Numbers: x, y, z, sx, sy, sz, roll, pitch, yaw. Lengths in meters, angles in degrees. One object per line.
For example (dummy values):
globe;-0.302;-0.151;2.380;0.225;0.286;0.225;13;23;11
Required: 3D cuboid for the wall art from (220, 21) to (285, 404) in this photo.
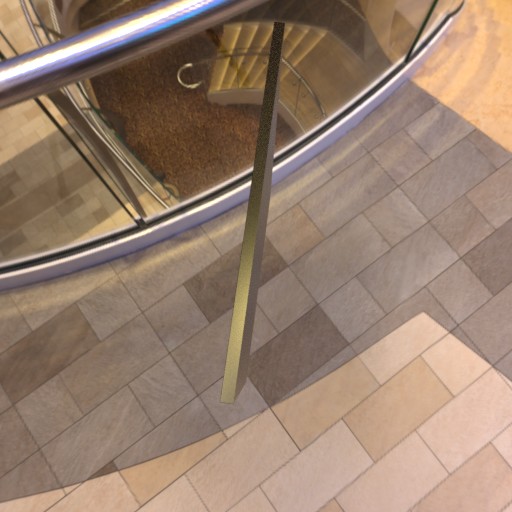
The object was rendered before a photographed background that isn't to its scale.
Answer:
wall art;0.000;0.000;0.766;0.013;0.582;0.442;7;76;2
